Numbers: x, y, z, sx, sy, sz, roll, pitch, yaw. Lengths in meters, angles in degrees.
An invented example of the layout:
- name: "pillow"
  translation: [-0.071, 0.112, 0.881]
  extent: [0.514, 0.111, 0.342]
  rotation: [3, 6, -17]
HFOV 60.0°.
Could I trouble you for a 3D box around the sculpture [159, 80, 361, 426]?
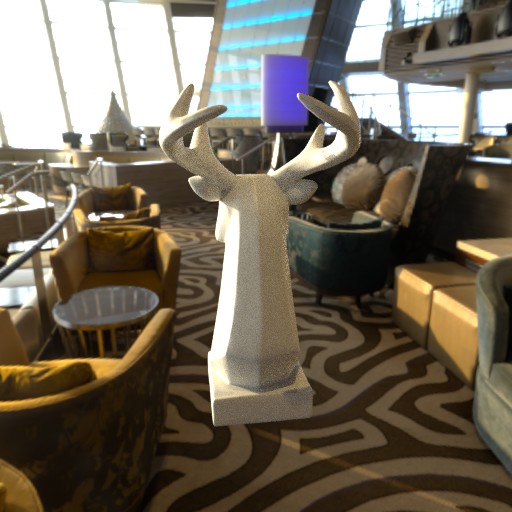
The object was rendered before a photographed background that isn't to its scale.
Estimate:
- name: "sculpture"
  translation: [0.000, 0.000, 0.453]
  extent: [0.174, 0.329, 0.224]
  rotation: [-2, 16, -8]
